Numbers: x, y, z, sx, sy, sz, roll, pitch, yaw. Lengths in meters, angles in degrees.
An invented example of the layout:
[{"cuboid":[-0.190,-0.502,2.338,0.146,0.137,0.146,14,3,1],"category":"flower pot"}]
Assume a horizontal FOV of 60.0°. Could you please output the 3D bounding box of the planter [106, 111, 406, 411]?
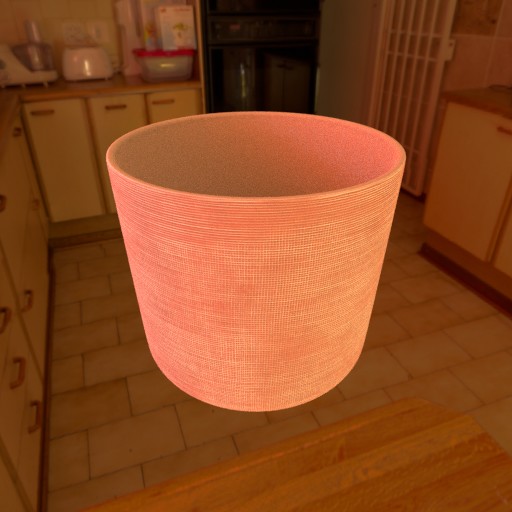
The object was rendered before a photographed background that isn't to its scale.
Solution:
[{"cuboid":[0.000,0.000,0.776,0.440,0.398,0.440,0,30,0],"category":"planter"}]
